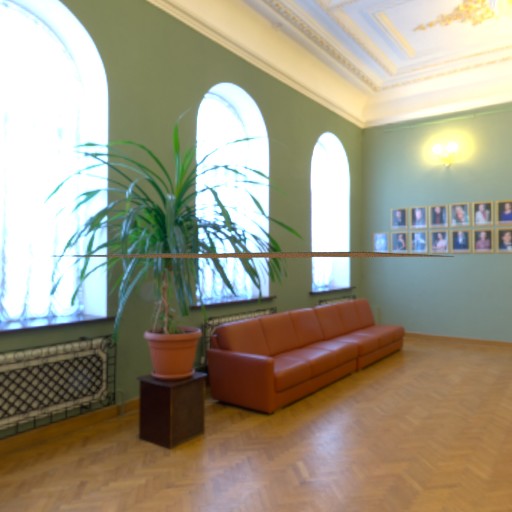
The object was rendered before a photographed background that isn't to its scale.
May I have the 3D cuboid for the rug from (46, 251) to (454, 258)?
[{"bbox_3d":[0.000,0.000,4.159,3.048,0.013,2.438,0,-1,34],"label":"rug"}]
